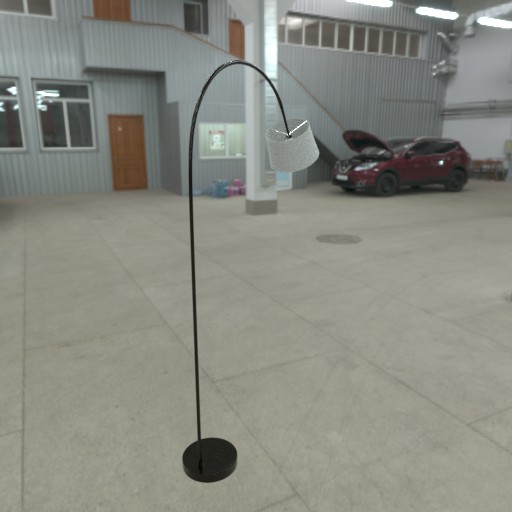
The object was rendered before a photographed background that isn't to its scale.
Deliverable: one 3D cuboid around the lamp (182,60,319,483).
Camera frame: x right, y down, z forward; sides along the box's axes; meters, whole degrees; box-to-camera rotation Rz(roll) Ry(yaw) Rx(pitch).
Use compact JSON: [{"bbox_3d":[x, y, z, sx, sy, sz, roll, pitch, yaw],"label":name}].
[{"bbox_3d":[0.000,0.000,2.622,0.331,2.104,1.363,8,17,27],"label":"lamp"}]
